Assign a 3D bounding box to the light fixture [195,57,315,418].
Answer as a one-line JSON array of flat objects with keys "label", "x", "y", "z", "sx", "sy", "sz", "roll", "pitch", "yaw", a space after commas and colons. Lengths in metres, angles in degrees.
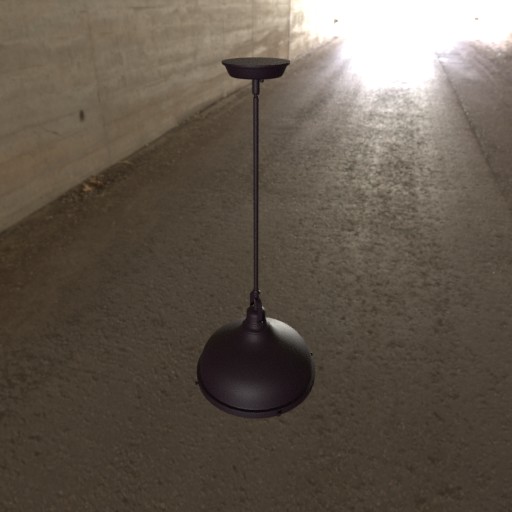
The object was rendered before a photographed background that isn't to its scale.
[{"label": "light fixture", "x": 0.000, "y": 0.000, "z": 1.048, "sx": 0.341, "sy": 0.849, "sz": 0.341, "roll": -10, "pitch": 31, "yaw": -17}]
